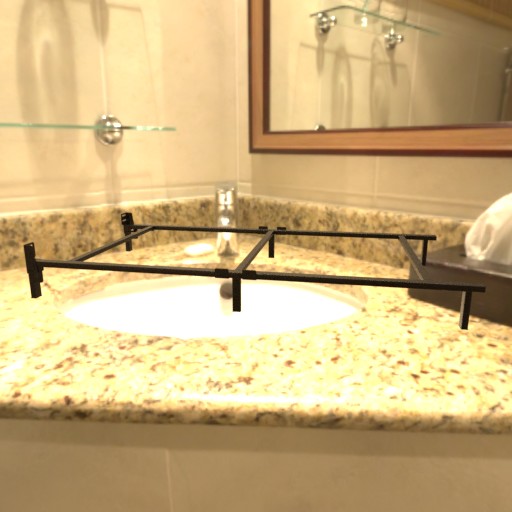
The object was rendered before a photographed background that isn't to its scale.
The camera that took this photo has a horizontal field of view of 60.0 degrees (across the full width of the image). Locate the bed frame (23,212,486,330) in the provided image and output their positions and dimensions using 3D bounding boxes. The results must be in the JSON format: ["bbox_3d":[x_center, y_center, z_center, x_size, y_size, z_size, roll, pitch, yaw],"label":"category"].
[{"bbox_3d":[0.000,0.000,2.258,1.897,0.248,0.968,3,15,11],"label":"bed frame"}]
